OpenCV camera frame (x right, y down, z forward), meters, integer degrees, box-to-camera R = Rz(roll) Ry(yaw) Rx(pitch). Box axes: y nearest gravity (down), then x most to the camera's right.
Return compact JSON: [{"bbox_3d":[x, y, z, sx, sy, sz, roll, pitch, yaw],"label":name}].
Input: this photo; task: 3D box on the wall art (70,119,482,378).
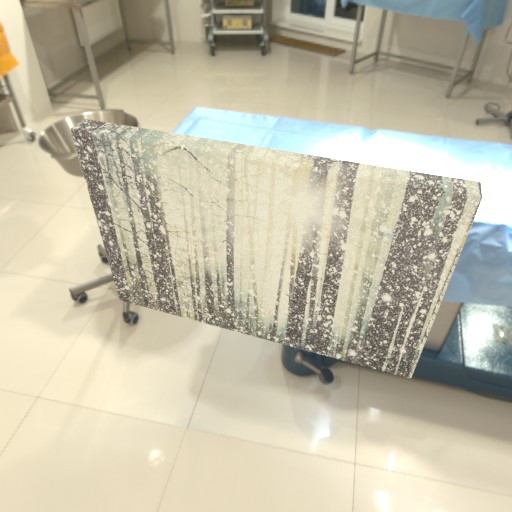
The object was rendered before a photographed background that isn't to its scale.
[{"bbox_3d":[0.000,0.000,0.777,0.618,0.398,0.042,13,42,14],"label":"wall art"}]
